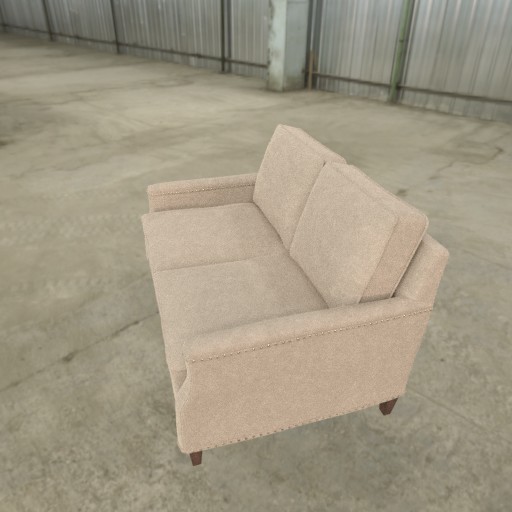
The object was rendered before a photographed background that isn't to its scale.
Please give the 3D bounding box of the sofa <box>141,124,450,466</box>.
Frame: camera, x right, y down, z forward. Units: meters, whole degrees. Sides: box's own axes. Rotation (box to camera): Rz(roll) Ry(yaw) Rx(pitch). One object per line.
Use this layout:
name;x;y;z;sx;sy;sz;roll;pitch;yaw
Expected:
sofa;0.000;0.000;2.302;1.084;1.002;1.597;-9;32;-14
